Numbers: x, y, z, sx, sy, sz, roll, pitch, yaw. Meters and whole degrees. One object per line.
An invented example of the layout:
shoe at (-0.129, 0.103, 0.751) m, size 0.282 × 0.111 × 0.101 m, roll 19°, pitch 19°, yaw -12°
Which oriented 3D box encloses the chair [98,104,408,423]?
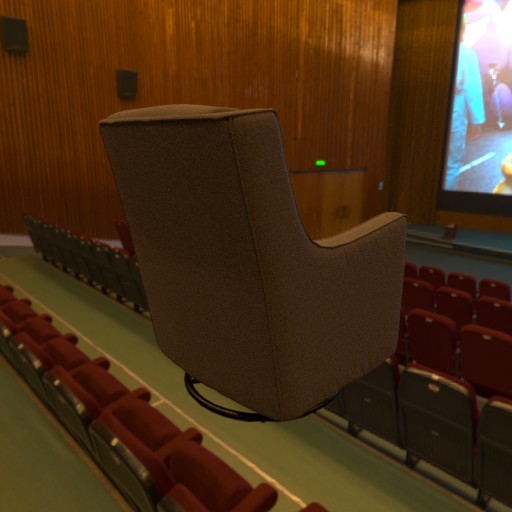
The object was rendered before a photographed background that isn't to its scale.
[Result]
chair at (0.000, 0.000, 1.588) m, size 0.879 × 0.993 × 0.732 m, roll -14°, pitch 21°, yaw -42°
